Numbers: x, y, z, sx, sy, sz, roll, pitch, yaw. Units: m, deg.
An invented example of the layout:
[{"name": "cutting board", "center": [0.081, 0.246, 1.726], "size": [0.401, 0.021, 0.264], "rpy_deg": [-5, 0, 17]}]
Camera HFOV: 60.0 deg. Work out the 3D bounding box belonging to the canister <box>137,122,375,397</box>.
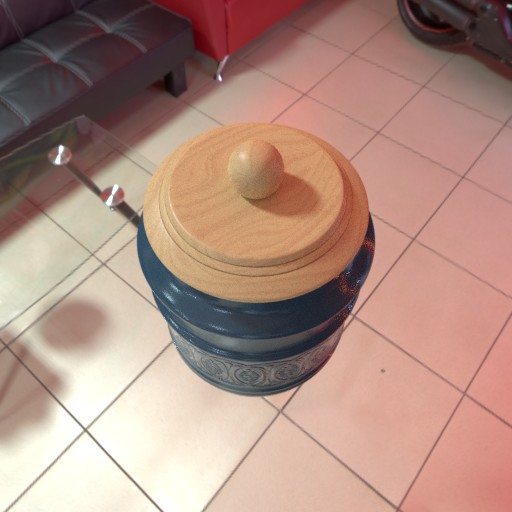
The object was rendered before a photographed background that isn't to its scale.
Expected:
[{"name": "canister", "center": [0.000, 0.000, 0.268], "size": [0.130, 0.176, 0.130], "rpy_deg": [0, 58, 0]}]
